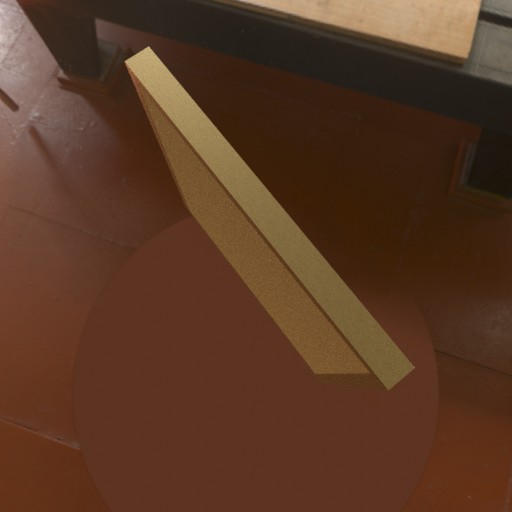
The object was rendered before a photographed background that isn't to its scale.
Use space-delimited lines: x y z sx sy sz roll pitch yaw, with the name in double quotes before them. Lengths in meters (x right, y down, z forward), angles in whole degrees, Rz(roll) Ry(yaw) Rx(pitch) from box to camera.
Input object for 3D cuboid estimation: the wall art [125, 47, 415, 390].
"wall art" 0.000 0.000 1.934 0.095 1.284 1.284 -36 78 -9
